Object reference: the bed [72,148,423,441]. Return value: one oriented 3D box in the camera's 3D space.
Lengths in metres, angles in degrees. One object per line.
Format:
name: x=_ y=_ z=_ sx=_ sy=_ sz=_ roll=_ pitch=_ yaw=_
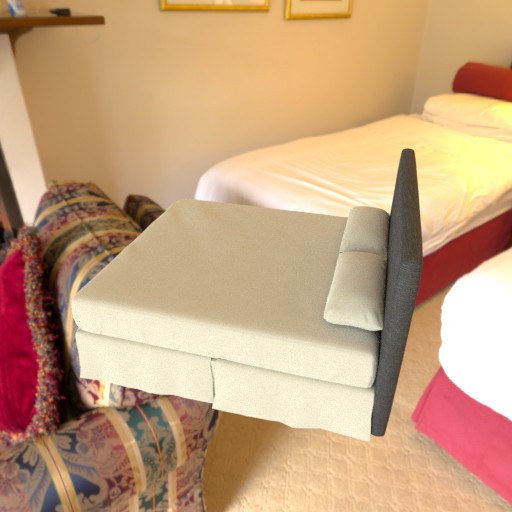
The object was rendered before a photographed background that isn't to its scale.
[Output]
bed: x=0.000 y=0.000 z=3.351 sx=2.142 sy=1.330 sz=1.884 roll=8 pitch=31 yaw=14
